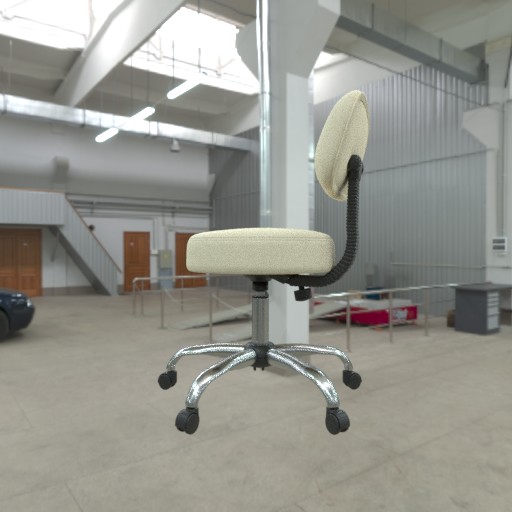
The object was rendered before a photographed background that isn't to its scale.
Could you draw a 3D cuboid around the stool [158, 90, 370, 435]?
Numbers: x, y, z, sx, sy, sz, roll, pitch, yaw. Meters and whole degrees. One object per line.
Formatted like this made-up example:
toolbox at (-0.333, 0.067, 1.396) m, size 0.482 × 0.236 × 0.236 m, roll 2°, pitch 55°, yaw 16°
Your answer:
stool at (0.000, 0.000, 1.258) m, size 0.616 × 0.810 × 0.609 m, roll 0°, pitch 1°, yaw 18°
